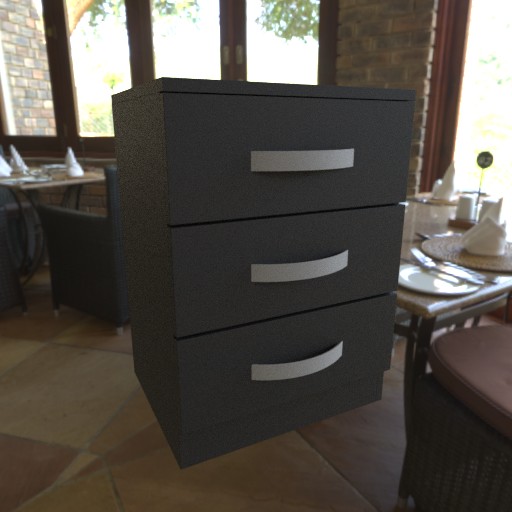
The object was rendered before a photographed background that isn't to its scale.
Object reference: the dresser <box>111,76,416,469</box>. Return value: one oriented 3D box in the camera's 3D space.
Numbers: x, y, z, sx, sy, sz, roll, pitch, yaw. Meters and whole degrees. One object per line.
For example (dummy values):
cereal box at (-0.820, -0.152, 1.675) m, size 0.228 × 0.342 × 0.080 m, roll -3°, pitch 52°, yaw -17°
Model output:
dresser at (0.000, 0.000, 0.805) m, size 0.400 × 0.560 × 0.360 m, roll -8°, pitch 18°, yaw -26°
